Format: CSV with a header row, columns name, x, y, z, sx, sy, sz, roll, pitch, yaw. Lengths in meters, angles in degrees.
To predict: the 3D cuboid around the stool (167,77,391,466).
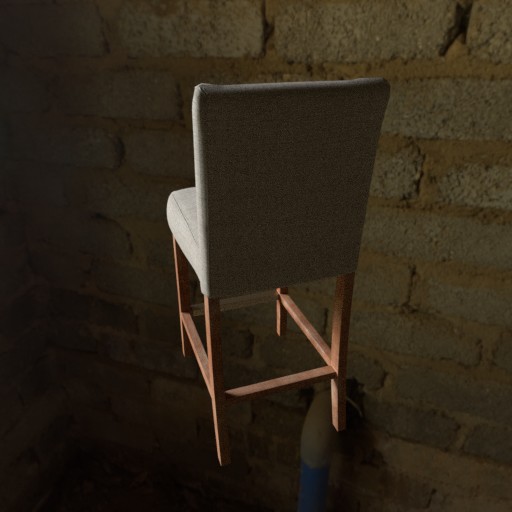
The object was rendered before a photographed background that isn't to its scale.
name,x,y,z,sx,sy,sz,roll,pitch,yaw
stool,0.000,0.000,1.344,0.454,1.039,0.567,-9,28,-17
